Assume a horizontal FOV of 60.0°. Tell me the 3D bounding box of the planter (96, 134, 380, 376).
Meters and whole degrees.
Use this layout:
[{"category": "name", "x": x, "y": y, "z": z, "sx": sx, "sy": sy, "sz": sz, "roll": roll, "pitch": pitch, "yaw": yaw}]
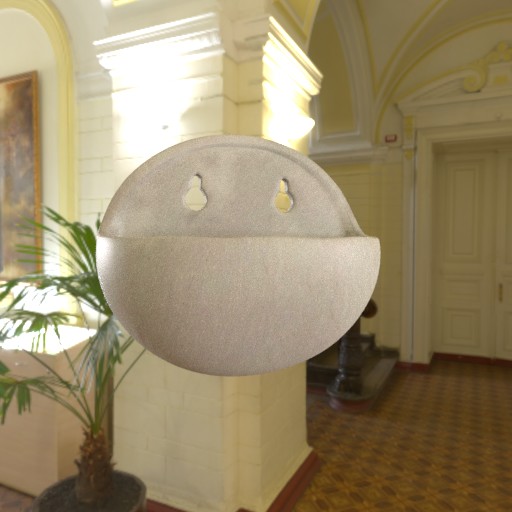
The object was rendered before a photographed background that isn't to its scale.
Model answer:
[{"category": "planter", "x": 0.000, "y": 0.000, "z": 0.278, "sx": 0.190, "sy": 0.164, "sz": 0.073, "roll": -1, "pitch": 2, "yaw": -19}]
